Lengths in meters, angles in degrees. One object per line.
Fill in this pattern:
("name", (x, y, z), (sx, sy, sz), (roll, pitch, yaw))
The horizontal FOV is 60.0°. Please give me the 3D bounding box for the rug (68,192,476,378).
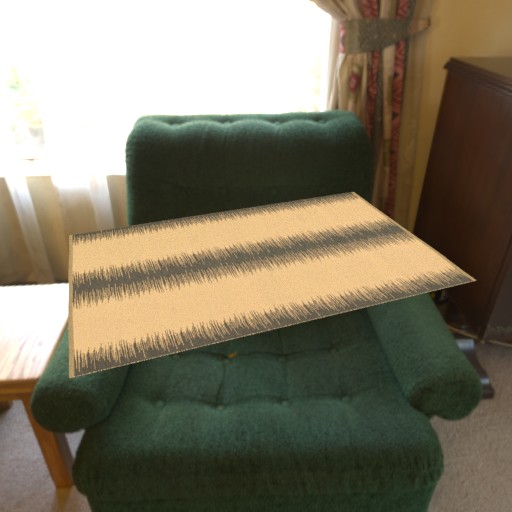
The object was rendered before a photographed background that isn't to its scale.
("rug", (0.000, 0.000, 3.081), (2.453, 0.003, 1.519), (-11, 33, -17))
